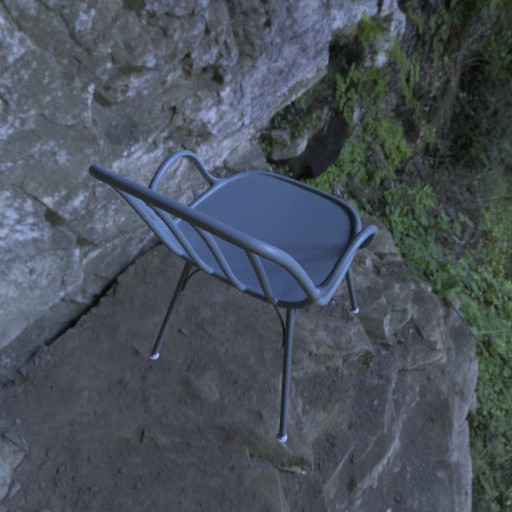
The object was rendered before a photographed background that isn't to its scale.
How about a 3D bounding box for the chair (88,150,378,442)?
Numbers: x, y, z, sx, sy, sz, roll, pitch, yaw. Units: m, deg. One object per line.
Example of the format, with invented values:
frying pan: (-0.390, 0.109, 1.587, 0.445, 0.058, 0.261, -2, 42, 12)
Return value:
chair: (0.000, 0.000, 1.186, 0.549, 0.816, 0.597, 26, 53, 21)
